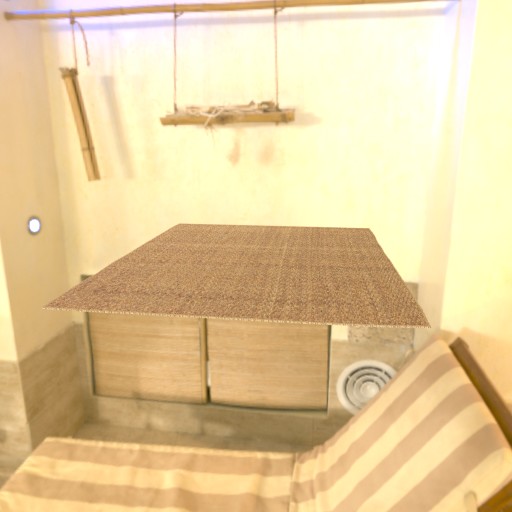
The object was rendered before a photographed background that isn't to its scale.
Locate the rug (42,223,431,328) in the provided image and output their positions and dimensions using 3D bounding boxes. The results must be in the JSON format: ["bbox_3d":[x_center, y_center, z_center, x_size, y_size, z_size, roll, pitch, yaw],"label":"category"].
[{"bbox_3d":[0.000,0.000,4.117,2.439,0.013,3.048,2,15,7],"label":"rug"}]
